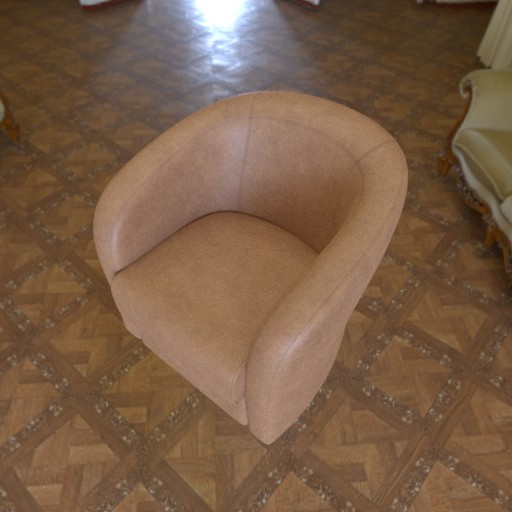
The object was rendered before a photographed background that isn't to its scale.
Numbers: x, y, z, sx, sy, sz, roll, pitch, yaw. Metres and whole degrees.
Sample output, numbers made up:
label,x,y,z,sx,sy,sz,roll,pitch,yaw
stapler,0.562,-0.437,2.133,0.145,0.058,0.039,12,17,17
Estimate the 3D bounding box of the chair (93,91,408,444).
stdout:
label,x,y,z,sx,sy,sz,roll,pitch,yaw
chair,0.000,0.000,1.449,0.791,0.771,0.815,31,53,26
